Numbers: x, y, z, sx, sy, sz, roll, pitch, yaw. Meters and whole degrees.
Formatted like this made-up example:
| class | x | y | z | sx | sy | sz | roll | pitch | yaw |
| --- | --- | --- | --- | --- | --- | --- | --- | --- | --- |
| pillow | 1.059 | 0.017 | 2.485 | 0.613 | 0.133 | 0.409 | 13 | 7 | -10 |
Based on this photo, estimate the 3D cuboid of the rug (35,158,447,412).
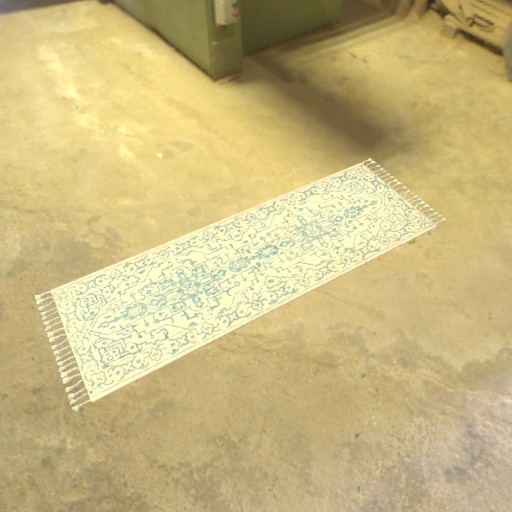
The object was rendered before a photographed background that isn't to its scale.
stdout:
| class | x | y | z | sx | sy | sz | roll | pitch | yaw |
| --- | --- | --- | --- | --- | --- | --- | --- | --- | --- |
| rug | 0.000 | 0.000 | 2.682 | 2.449 | 0.011 | 0.774 | -24 | 54 | -19 |
